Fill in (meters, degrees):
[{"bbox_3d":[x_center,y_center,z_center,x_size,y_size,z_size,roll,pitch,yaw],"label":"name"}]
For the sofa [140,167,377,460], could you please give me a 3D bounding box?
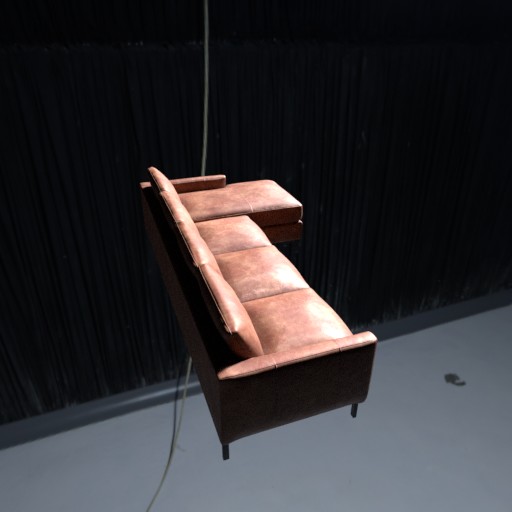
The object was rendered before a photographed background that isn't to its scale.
[{"bbox_3d":[0.000,0.000,3.650,1.471,0.859,2.993,-10,30,-18],"label":"sofa"}]
